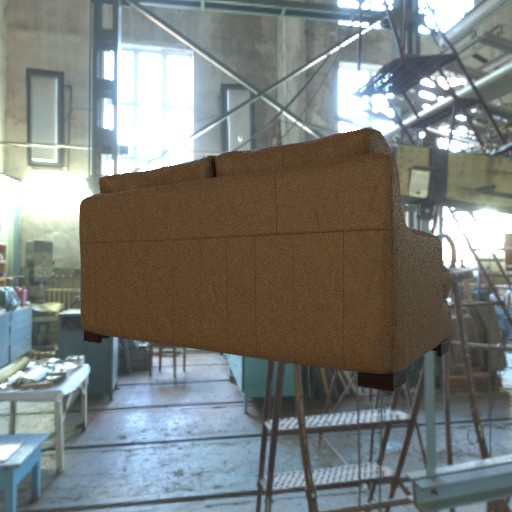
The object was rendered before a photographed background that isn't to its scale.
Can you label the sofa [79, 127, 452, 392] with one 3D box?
[{"bbox_3d":[0.000,0.000,2.419,1.855,0.980,0.962,-1,-1,35],"label":"sofa"}]
